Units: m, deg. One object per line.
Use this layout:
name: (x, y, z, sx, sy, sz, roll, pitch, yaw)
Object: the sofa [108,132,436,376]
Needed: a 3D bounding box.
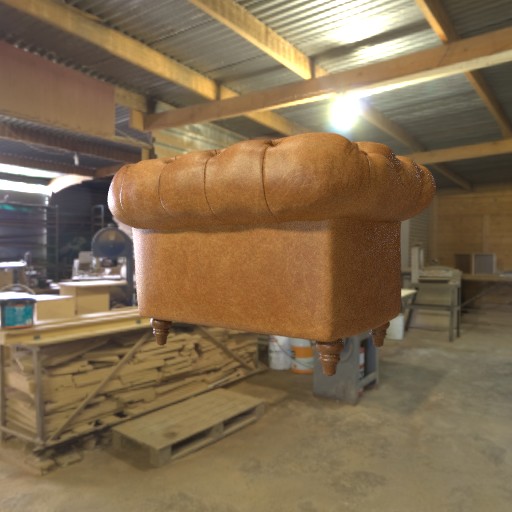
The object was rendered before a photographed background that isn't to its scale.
sofa: (0.000, 0.000, 2.055, 1.405, 0.878, 1.033, 1, 1, 35)
